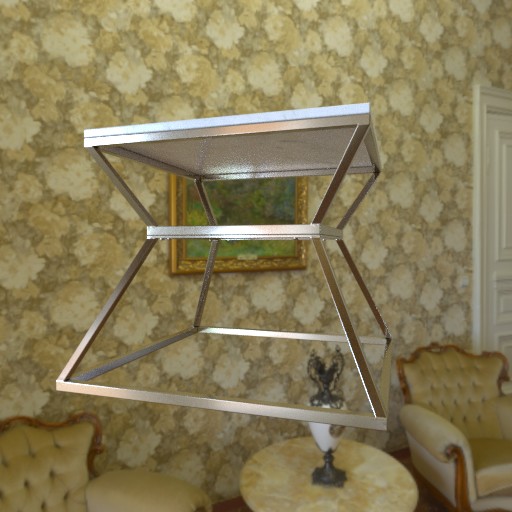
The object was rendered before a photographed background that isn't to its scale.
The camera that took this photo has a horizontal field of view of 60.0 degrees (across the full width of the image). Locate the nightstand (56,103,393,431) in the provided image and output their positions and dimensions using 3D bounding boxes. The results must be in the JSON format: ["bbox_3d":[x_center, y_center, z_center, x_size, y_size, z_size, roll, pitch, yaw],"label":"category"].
[{"bbox_3d":[0.000,0.000,0.876,0.513,0.426,0.514,0,2,18],"label":"nightstand"}]
